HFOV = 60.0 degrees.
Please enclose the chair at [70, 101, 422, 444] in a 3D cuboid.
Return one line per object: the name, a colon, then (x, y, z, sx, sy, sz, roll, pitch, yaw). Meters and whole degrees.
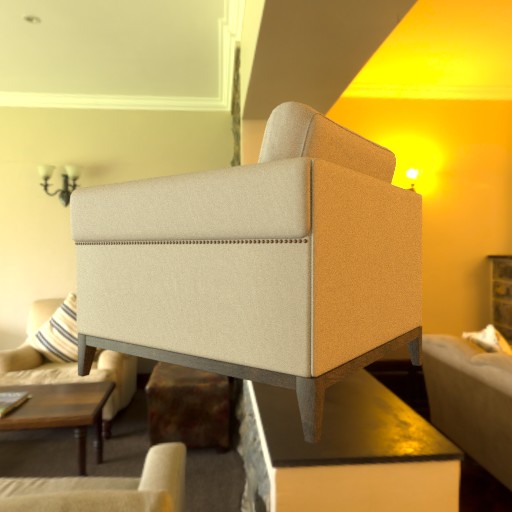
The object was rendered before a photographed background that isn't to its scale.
chair: (0.000, 0.000, 1.636, 0.959, 0.838, 0.914, 1, 1, 36)
